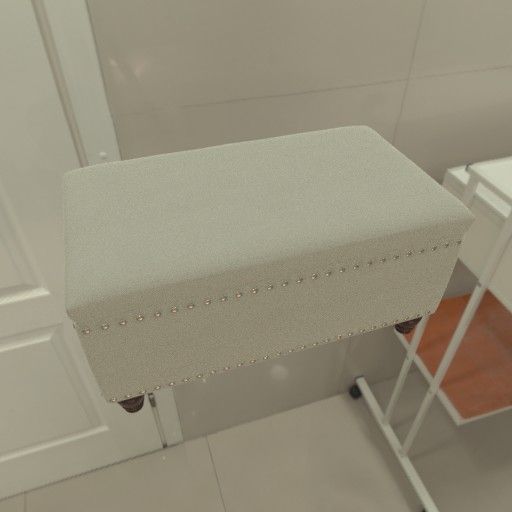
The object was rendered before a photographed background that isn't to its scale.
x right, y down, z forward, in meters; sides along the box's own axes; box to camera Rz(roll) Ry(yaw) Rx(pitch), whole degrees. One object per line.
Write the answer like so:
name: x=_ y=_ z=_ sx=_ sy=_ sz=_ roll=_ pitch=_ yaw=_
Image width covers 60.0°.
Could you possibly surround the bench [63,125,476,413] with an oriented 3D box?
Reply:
bench: x=0.000 y=0.000 z=1.195 sx=0.887 sy=0.449 sz=0.500 roll=-12 pitch=42 yaw=-14
